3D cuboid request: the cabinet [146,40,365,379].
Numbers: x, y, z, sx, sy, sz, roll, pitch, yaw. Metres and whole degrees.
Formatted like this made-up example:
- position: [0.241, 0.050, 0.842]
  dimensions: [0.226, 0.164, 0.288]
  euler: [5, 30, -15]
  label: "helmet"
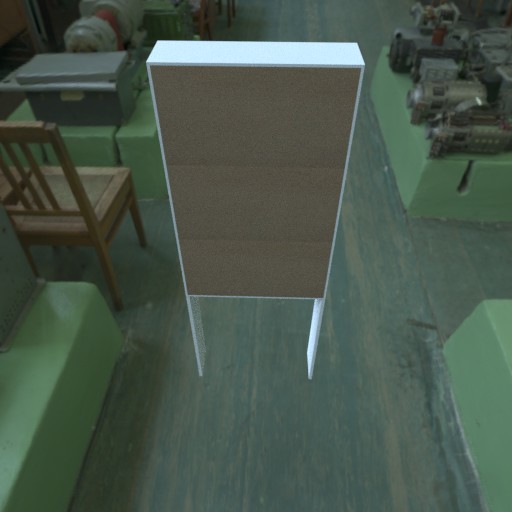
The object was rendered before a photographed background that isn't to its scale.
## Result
- position: [0.000, 0.000, 1.987]
  dimensions: [0.643, 1.770, 0.192]
  euler: [1, 45, 1]
  label: "cabinet"
